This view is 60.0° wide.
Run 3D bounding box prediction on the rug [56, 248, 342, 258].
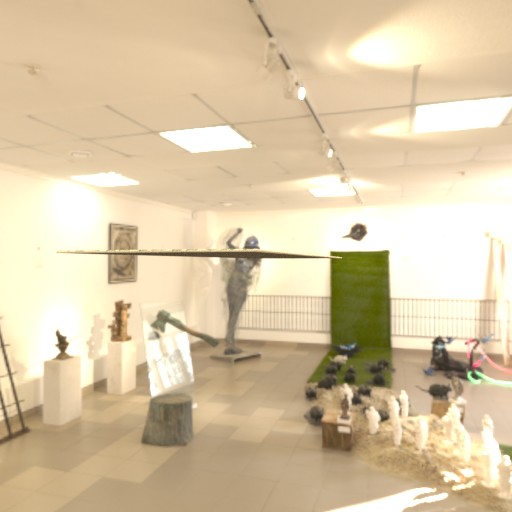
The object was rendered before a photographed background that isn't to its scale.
[{"bbox_3d":[0.000,0.000,2.629,0.750,0.009,2.435,0,-1,17],"label":"rug"}]
